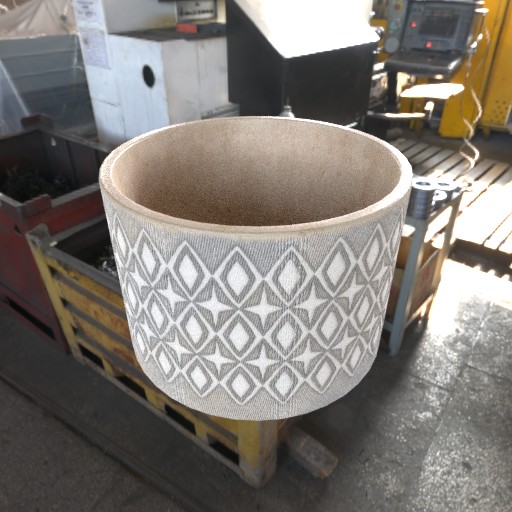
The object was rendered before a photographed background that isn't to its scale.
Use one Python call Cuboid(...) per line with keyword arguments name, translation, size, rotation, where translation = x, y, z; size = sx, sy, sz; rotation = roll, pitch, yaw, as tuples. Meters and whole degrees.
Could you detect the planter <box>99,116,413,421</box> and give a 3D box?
Cuboid(name="planter", translation=(0.000, 0.000, 0.275), size=(0.164, 0.127, 0.164), rotation=(0, 33, 0))
